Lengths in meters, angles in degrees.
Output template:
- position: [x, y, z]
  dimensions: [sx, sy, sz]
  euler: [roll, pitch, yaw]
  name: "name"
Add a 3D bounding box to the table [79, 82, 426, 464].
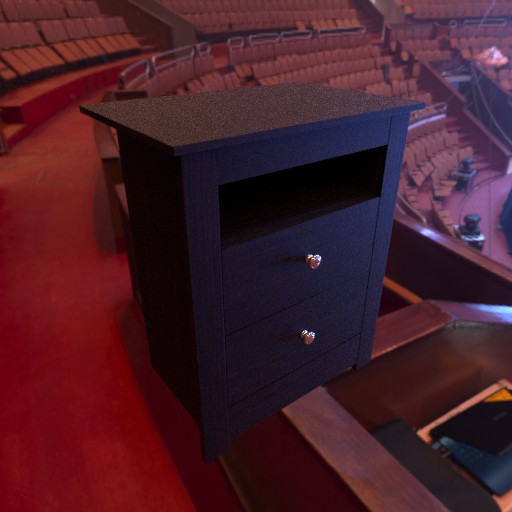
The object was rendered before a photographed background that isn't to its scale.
- position: [0.000, 0.000, 1.080]
  dimensions: [0.591, 0.711, 0.406]
  euler: [-20, 34, -32]
  name: "table"
